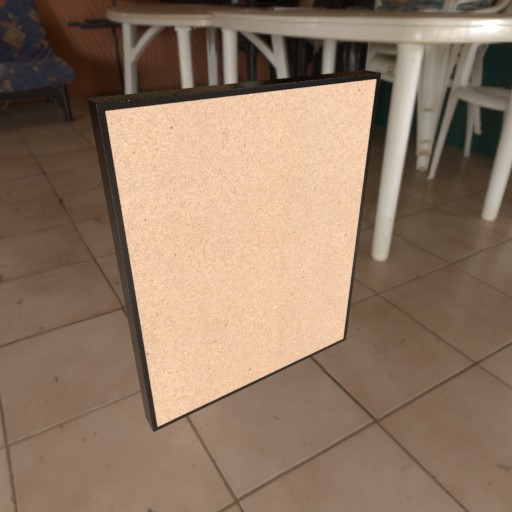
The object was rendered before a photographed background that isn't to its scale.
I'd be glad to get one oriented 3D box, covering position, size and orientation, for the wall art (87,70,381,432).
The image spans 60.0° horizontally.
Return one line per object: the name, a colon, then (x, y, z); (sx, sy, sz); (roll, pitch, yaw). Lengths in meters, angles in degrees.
wall art: (0.000, 0.000, 0.751); (0.448, 0.551, 0.038); (-18, 35, -28)
